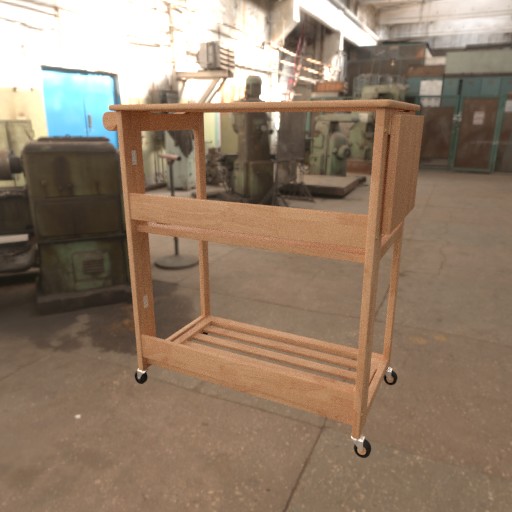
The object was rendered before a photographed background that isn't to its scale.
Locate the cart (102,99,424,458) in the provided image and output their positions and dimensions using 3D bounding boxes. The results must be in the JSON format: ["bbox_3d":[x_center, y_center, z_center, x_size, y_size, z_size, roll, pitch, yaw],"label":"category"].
[{"bbox_3d":[0.000,0.000,1.364,0.853,0.879,0.432,9,19,26],"label":"cart"}]
